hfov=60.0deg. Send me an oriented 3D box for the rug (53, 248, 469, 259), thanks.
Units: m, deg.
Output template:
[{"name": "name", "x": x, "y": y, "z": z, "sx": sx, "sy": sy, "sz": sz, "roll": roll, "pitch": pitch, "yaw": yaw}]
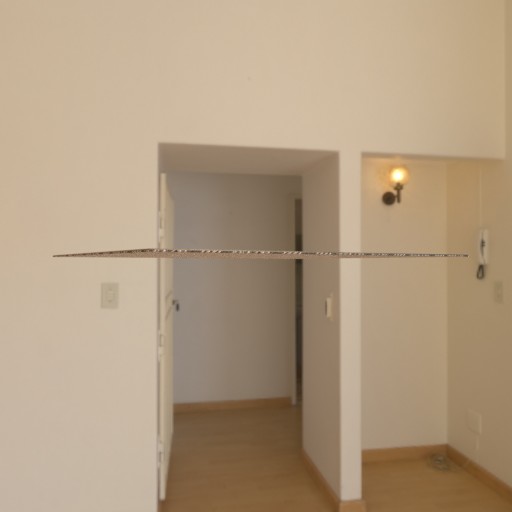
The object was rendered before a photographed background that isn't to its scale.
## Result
[{"name": "rug", "x": 0.000, "y": 0.000, "z": 3.915, "sx": 2.902, "sy": 0.017, "sz": 2.306, "roll": 1, "pitch": -1, "yaw": -35}]
